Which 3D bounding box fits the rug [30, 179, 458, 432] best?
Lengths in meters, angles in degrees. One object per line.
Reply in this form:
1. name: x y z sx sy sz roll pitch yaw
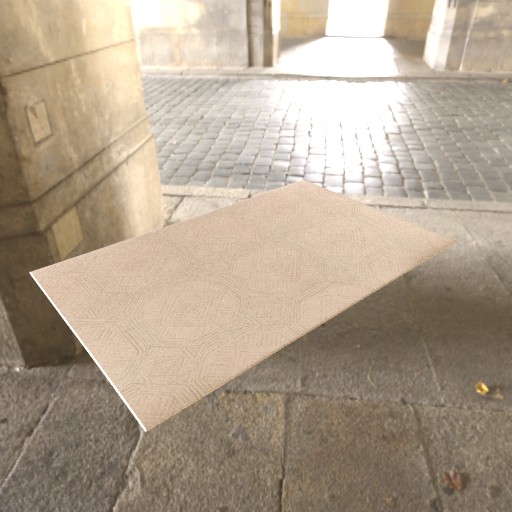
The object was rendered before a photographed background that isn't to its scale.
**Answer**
1. rug: 0.000 0.000 2.959 2.440 0.008 1.524 -24 38 -33
